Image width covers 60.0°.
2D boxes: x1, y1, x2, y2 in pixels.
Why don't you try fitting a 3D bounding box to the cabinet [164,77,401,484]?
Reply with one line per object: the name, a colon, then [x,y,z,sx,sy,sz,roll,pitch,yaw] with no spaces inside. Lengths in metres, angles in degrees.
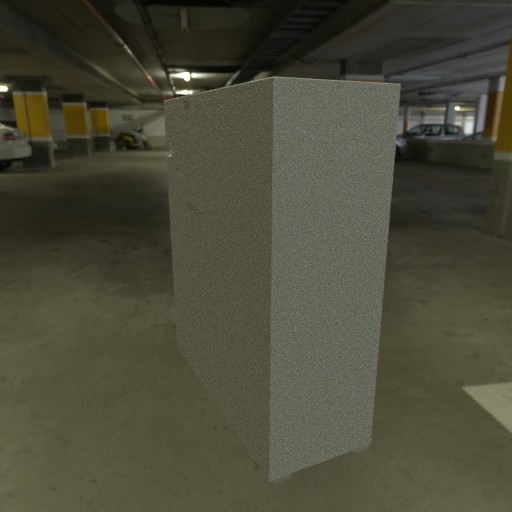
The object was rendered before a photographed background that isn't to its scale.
cabinet: [0.000,0.000,1.732,0.400,1.190,1.000,-8,18,-25]
